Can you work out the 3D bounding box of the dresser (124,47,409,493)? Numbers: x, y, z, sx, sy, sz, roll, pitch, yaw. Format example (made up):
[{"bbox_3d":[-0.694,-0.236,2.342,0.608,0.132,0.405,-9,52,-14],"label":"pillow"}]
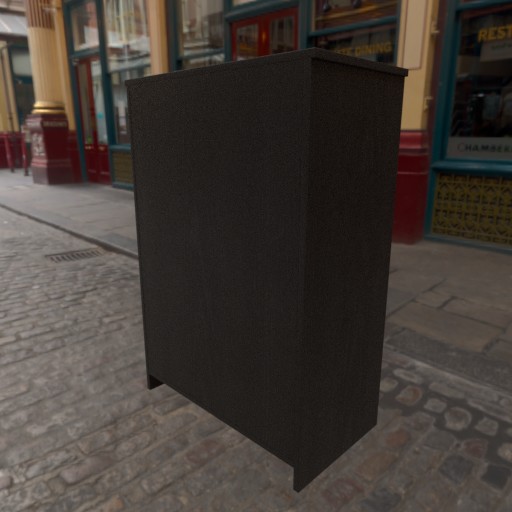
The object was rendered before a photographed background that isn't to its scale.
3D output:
[{"bbox_3d":[0.000,0.000,1.339,0.700,1.020,0.398,14,20,43],"label":"dresser"}]
